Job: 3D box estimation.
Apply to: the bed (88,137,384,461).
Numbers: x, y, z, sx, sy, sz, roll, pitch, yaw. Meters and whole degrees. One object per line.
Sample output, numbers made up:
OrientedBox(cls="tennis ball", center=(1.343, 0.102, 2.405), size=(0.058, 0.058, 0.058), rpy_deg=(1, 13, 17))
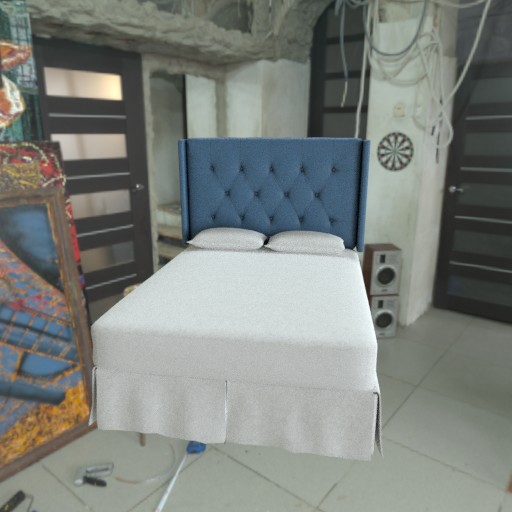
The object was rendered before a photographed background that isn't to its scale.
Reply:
OrientedBox(cls="bed", center=(0.000, 0.000, 3.242), size=(1.719, 1.665, 2.078), rpy_deg=(2, 16, 9))
